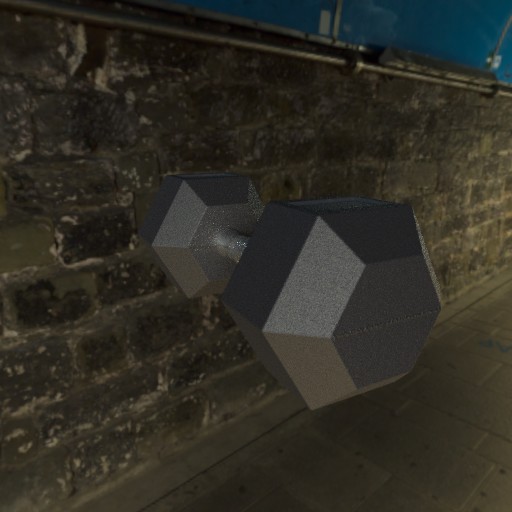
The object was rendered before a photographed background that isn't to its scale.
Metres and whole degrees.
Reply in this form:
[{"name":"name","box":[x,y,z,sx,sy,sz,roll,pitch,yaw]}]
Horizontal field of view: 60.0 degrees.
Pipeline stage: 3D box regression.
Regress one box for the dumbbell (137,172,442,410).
[{"name":"dumbbell","box":[0.000,0.000,0.436,0.157,0.137,0.361,-8,17,-27]}]
